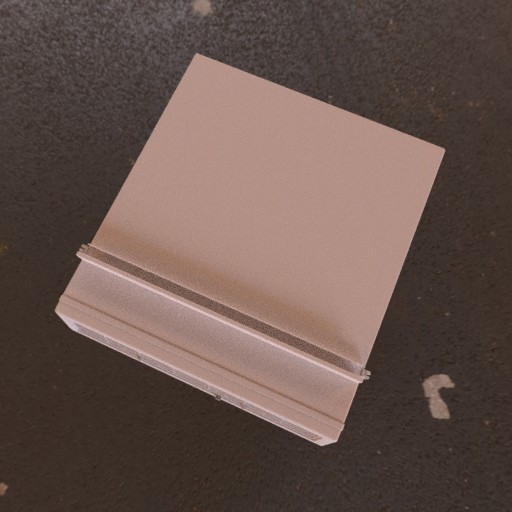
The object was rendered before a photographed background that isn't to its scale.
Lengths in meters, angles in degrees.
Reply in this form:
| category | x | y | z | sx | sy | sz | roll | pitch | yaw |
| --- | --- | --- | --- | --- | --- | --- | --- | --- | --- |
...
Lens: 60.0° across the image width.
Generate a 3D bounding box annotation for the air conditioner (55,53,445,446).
| category | x | y | z | sx | sy | sz | roll | pitch | yaw |
| --- | --- | --- | --- | --- | --- | --- | --- | --- | --- |
| air conditioner | 0.000 | 0.000 | 0.892 | 0.503 | 0.388 | 0.546 | 23 | 77 | 6 |
